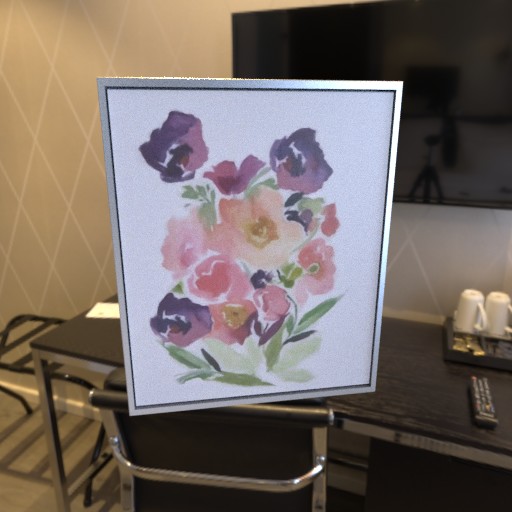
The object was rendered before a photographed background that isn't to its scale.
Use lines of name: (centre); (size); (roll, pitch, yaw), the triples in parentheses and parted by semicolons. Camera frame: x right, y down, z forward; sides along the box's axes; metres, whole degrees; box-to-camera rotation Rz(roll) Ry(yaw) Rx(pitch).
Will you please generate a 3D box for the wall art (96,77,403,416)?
wall art: (0.000, 0.000, 0.744); (0.452, 0.549, 0.038); (-3, 17, -9)
